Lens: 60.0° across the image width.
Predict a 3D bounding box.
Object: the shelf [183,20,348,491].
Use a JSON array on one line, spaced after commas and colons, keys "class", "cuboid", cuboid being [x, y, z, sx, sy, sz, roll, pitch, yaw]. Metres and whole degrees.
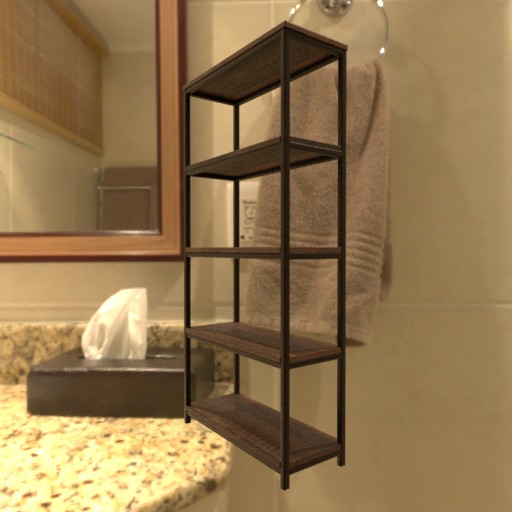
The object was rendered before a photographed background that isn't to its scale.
[{"class": "shelf", "cuboid": [0.000, 0.000, 2.208, 0.359, 1.860, 0.874, -1, 1, -36]}]
